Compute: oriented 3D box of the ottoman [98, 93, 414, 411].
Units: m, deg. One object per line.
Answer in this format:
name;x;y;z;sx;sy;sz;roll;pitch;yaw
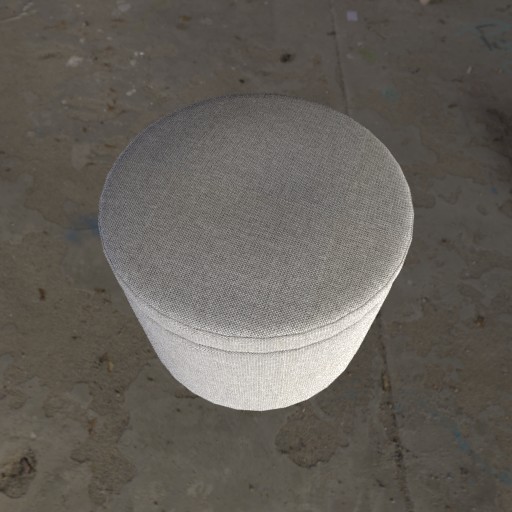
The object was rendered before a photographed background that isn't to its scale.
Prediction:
ottoman;0.000;0.000;0.864;0.500;0.419;0.500;0;57;0
